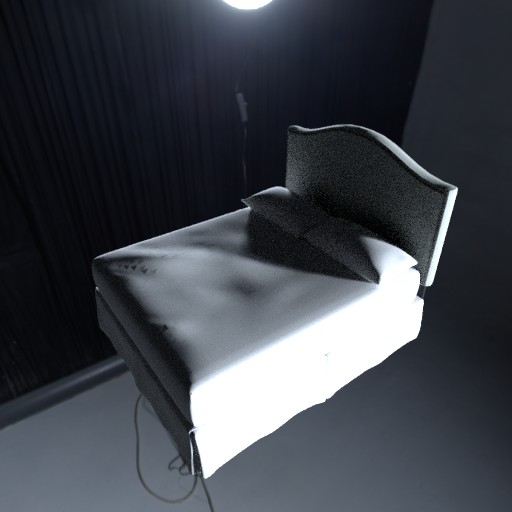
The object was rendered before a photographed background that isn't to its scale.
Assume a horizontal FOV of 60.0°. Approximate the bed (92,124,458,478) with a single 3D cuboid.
[{"bbox_3d":[0.000,0.000,3.408,2.180,1.607,1.813,-21,39,-29],"label":"bed"}]
